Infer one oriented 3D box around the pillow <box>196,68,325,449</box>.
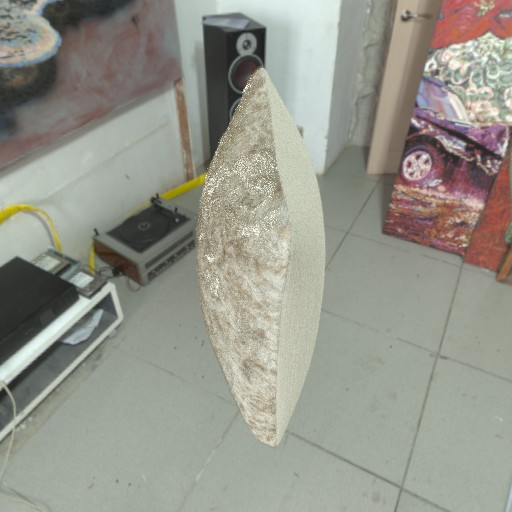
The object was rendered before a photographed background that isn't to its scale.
[{"bbox_3d":[0.000,0.000,0.819,0.216,0.525,0.538,-1,41,-1],"label":"pillow"}]
